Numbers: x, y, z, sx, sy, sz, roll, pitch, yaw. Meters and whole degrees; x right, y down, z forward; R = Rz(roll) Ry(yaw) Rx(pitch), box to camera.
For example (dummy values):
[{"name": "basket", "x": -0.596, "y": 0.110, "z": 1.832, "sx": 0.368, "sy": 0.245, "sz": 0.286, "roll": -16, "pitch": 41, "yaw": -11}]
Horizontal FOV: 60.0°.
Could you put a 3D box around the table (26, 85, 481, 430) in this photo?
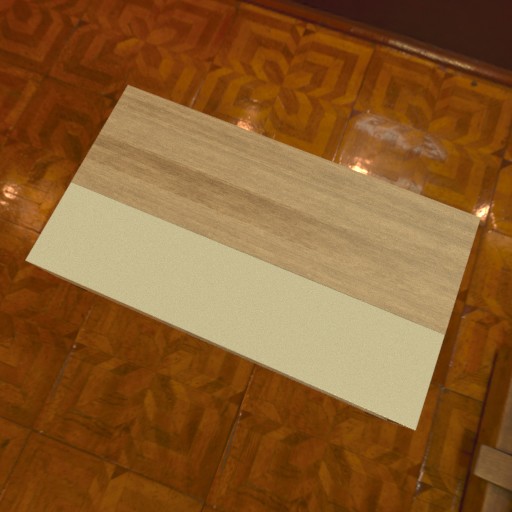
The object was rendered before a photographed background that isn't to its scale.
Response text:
[{"name": "table", "x": 0.000, "y": 0.000, "z": 1.381, "sx": 1.100, "sy": 0.350, "sz": 0.600, "roll": 22, "pitch": 75, "yaw": 6}]
